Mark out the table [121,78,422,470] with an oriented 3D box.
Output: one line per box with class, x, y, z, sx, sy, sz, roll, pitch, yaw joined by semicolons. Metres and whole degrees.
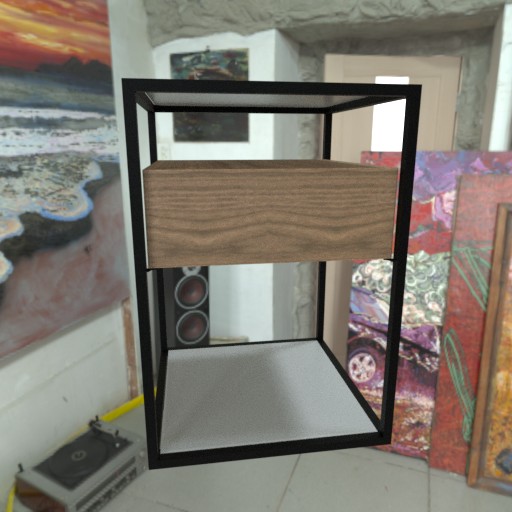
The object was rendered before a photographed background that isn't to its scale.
table;0.000;0.000;0.794;0.378;0.540;0.378;-2;14;-9
